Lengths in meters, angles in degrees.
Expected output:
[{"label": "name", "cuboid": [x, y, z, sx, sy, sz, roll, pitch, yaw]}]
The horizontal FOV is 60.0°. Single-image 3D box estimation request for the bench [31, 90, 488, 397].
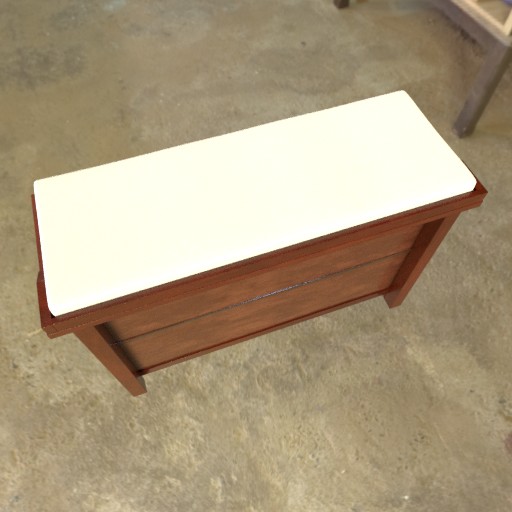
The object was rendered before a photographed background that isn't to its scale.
[{"label": "bench", "cuboid": [0.000, 0.000, 1.254, 0.987, 0.646, 0.369, -17, 60, -10]}]
